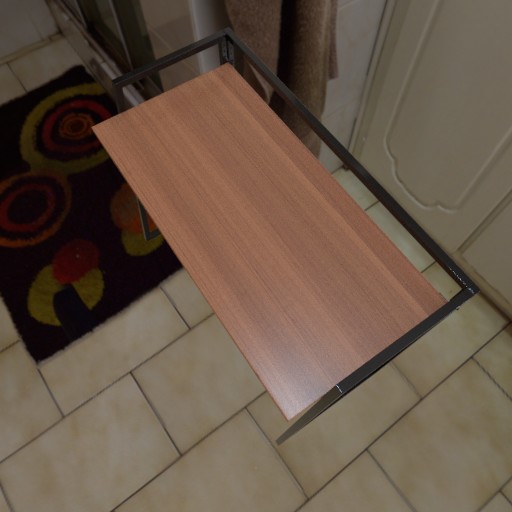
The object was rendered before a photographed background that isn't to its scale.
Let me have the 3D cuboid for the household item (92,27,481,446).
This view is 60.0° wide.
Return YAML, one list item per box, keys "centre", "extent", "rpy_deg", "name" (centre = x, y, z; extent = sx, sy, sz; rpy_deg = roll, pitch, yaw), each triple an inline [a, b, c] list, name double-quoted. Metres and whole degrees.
- centre: [0.000, 0.000, 1.502]
  extent: [0.510, 0.860, 1.050]
  rpy_deg: [-31, 68, -14]
  name: "household item"
